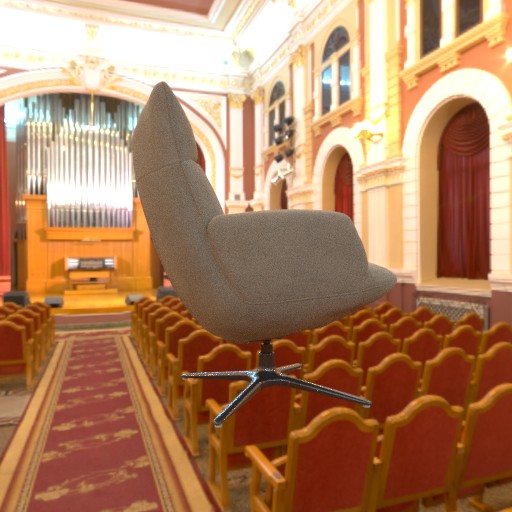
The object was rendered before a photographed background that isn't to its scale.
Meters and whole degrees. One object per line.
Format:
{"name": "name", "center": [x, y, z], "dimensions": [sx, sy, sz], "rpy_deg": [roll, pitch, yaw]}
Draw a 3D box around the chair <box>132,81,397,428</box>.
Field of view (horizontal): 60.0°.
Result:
{"name": "chair", "center": [0.000, 0.000, 1.647], "dimensions": [0.889, 1.016, 0.711], "rpy_deg": [0, 0, -20]}
